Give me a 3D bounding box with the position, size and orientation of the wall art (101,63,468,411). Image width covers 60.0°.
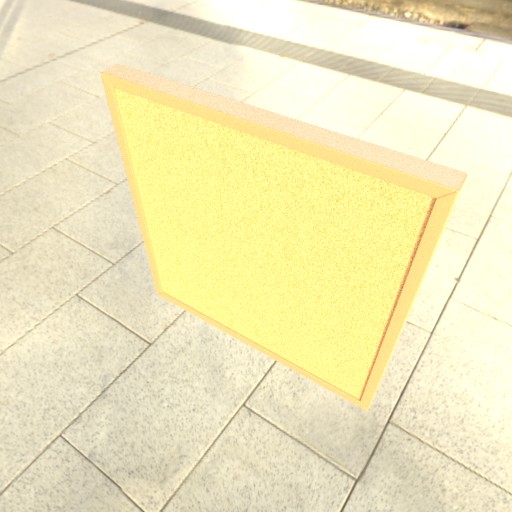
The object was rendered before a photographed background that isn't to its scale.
[{"bbox_3d":[0.000,0.000,0.736,0.509,0.509,0.036,25,51,22],"label":"wall art"}]
